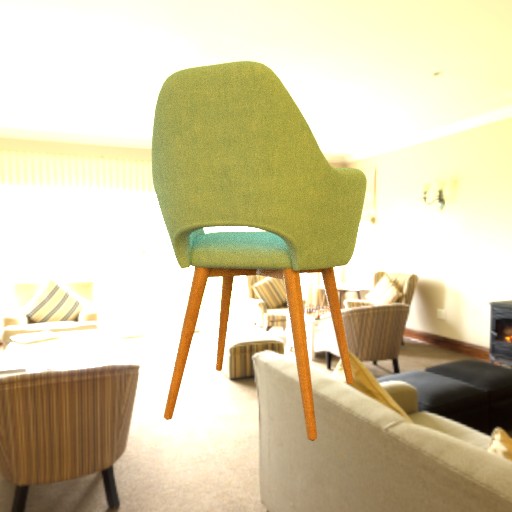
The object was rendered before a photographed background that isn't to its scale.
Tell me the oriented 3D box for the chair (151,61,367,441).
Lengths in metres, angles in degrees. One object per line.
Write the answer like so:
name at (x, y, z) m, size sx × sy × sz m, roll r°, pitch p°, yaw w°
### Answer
chair at (0.000, 0.000, 1.234) m, size 0.590 × 0.840 × 0.610 m, roll 1°, pitch 2°, yaw 18°
